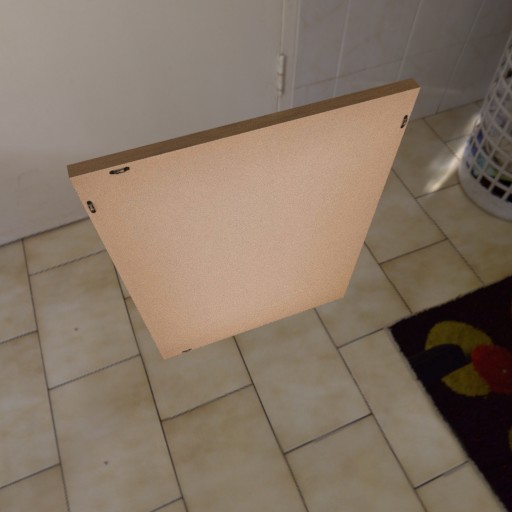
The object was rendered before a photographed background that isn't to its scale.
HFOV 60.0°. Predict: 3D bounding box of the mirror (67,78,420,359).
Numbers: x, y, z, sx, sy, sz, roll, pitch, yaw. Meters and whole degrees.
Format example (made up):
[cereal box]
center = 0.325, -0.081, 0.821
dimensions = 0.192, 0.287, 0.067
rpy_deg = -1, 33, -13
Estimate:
[mirror]
center = 0.000, 0.000, 1.342
dimensions = 0.762, 1.016, 0.040
rpy_deg = -17, 59, -11
